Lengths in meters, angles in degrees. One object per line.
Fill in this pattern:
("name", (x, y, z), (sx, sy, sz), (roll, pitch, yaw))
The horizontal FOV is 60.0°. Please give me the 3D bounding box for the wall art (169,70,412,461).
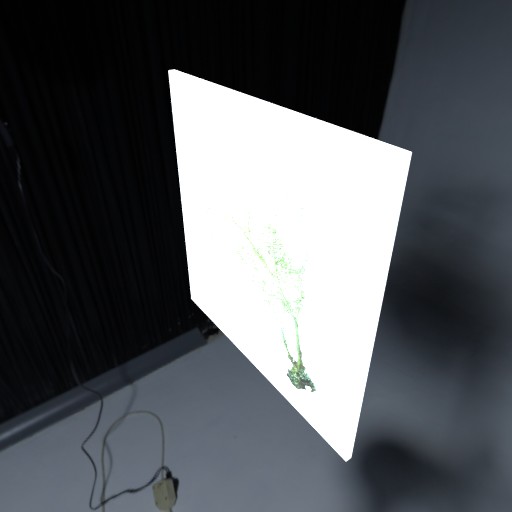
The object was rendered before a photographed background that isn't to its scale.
("wall art", (0.000, 0.000, 0.857), (0.013, 0.584, 0.584), (-21, 39, -29))
